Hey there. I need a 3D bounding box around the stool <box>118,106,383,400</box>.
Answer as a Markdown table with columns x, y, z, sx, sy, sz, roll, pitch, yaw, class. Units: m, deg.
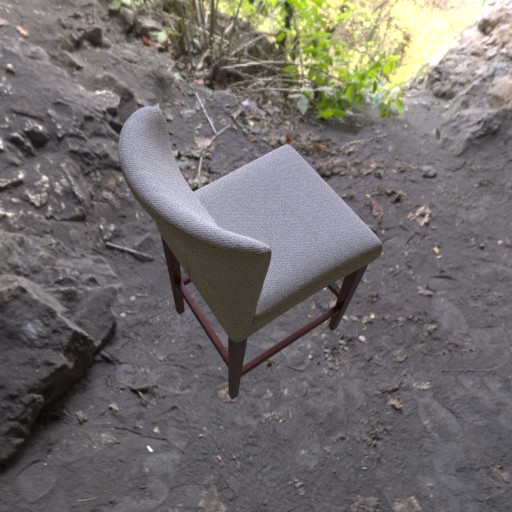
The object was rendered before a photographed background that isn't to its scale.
| x | y | z | sx | sy | sz | roll | pitch | yaw | class |
| --- | --- | --- | --- | --- | --- | --- | --- | --- | --- |
| 0.000 | 0.000 | 1.379 | 0.568 | 1.069 | 0.481 | -30 | 65 | -16 | stool |
